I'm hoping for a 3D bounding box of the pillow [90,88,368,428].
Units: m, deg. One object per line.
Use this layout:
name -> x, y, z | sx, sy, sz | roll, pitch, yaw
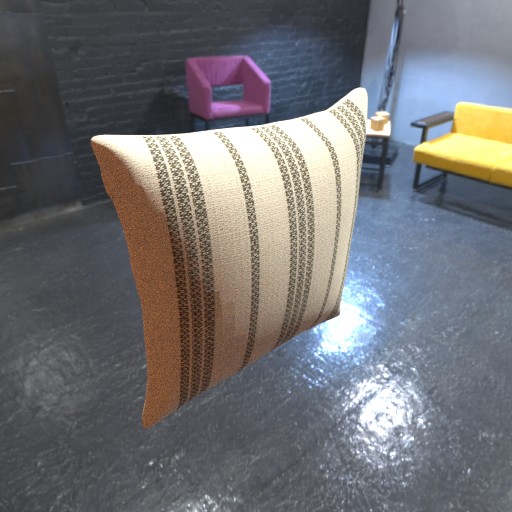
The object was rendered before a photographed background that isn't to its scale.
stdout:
pillow -> 0.000, 0.000, 0.623 | 0.405, 0.406, 0.173 | -23, 37, -33
